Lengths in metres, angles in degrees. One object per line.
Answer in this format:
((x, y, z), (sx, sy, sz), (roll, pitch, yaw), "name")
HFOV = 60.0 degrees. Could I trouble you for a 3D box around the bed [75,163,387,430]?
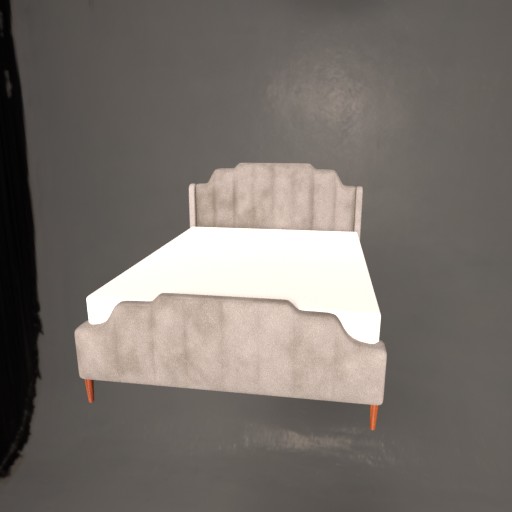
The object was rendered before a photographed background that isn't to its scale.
((0.000, 0.000, 3.344), (1.676, 1.245, 2.340), (2, 15, 9), "bed")
